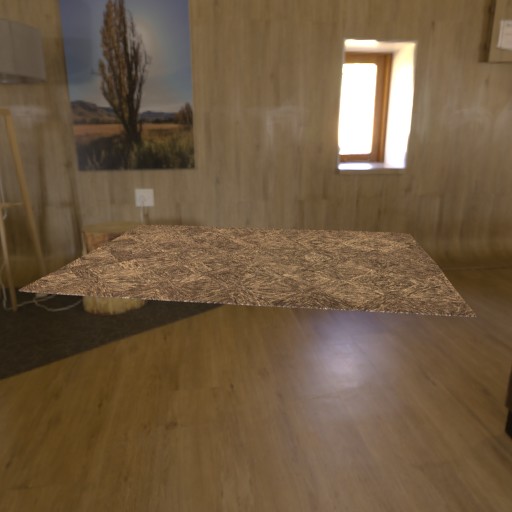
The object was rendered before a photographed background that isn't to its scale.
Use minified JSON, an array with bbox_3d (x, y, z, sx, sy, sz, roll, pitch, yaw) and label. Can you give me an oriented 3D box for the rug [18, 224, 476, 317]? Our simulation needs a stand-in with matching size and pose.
[{"bbox_3d":[0.000,0.000,5.279,4.093,0.020,2.997,2,16,8],"label":"rug"}]
